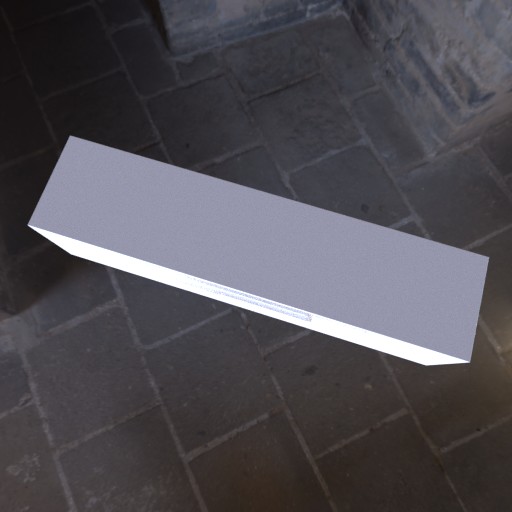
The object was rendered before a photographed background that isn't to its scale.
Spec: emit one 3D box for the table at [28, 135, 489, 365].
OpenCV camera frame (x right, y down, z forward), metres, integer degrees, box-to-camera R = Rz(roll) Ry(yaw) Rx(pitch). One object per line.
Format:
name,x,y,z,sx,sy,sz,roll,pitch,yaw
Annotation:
table,0.000,0.000,1.827,1.650,0.420,0.390,17,75,5
